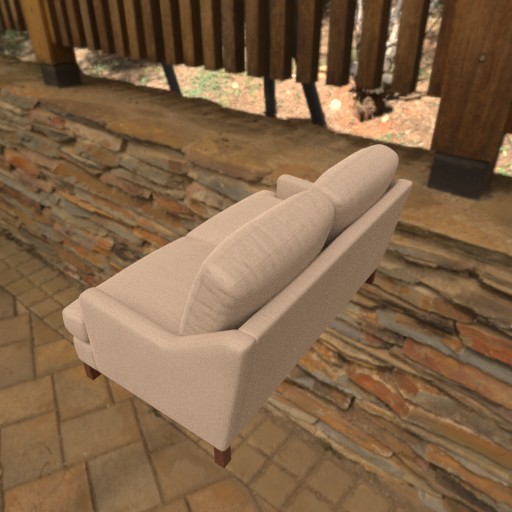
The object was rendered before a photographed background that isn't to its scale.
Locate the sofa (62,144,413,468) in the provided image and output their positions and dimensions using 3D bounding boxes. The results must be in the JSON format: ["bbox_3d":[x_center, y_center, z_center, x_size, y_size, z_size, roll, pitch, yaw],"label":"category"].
[{"bbox_3d":[0.000,0.000,2.234,1.004,0.910,1.619,20,37,29],"label":"sofa"}]
